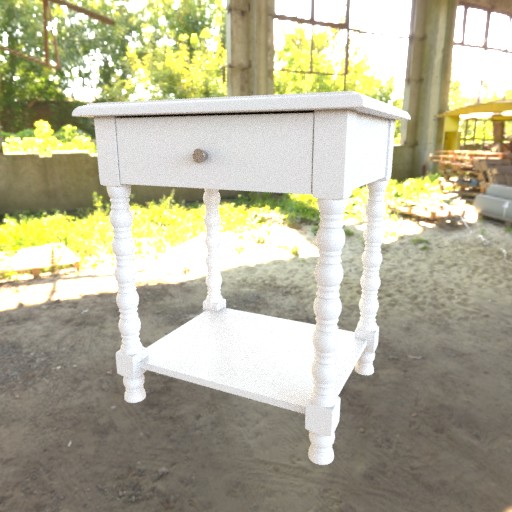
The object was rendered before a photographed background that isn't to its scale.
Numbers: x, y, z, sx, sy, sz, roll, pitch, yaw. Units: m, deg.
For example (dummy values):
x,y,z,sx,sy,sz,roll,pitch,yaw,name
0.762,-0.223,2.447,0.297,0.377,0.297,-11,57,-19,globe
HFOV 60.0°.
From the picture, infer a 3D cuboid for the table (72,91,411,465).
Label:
x,y,z,sx,sy,sz,roll,pitch,yaw,name
0.000,0.000,0.828,0.460,0.531,0.381,7,16,25,table
